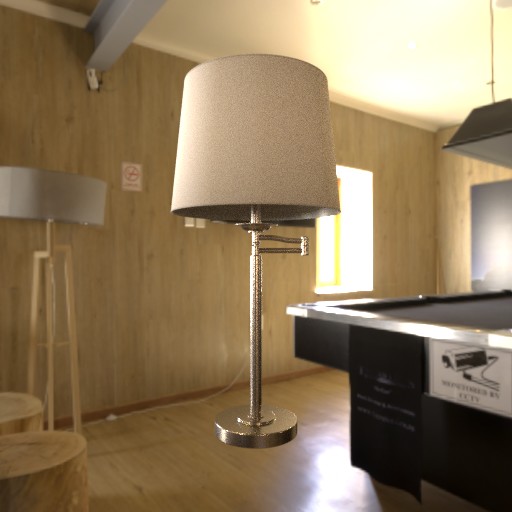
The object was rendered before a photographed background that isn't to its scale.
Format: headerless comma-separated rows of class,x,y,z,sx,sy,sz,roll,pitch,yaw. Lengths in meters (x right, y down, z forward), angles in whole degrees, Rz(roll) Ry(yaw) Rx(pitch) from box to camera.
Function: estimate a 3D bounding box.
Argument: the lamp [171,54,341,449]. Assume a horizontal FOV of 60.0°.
lamp,0.000,0.000,0.880,0.333,0.696,0.333,0,0,0
